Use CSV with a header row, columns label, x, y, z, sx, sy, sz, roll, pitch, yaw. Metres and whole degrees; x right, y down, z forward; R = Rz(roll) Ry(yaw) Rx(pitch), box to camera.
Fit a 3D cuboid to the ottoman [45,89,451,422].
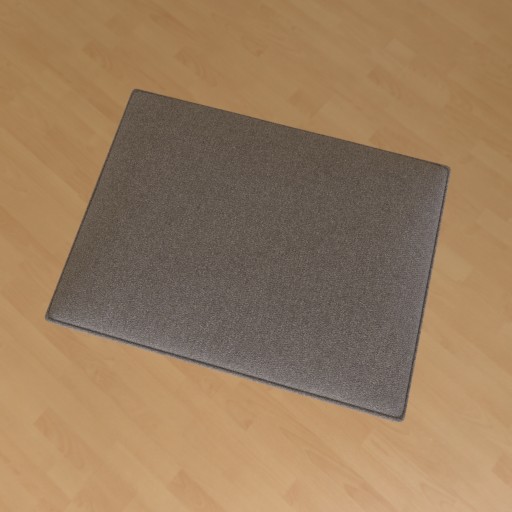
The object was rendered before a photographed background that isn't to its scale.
label,x,y,z,sx,sy,sz,roll,pitch,yaw
ottoman,0.000,0.000,1.119,0.785,0.464,0.583,15,77,4
